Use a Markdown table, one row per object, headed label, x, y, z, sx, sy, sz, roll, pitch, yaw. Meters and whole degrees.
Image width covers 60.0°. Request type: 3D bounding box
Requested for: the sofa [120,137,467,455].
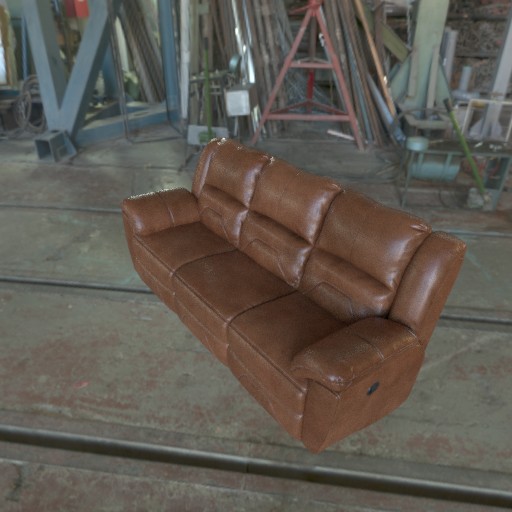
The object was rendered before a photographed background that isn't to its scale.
| label | x | y | z | sx | sy | sz | roll | pitch | yaw |
| --- | --- | --- | --- | --- | --- | --- | --- | --- | --- |
| sofa | 0.000 | 0.000 | 2.909 | 0.991 | 1.043 | 2.337 | -22 | 38 | -31 |
